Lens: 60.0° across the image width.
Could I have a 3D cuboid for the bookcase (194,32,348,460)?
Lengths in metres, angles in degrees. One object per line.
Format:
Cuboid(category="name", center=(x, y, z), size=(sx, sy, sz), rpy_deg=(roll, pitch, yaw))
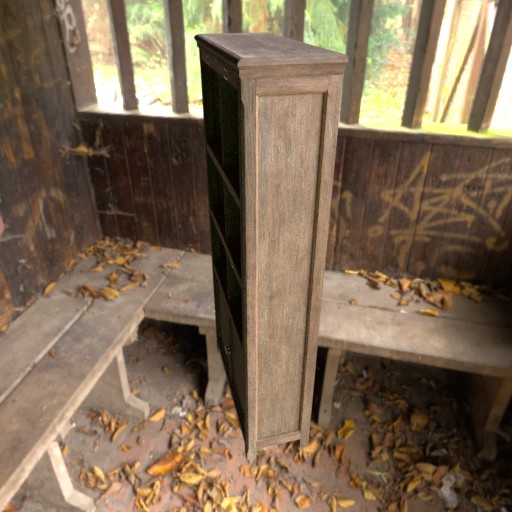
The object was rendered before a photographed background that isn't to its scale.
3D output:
Cuboid(category="bookcase", center=(0.000, 0.000, 2.157), size=(0.348, 1.880, 0.906), rpy_deg=(-8, 32, -13))
